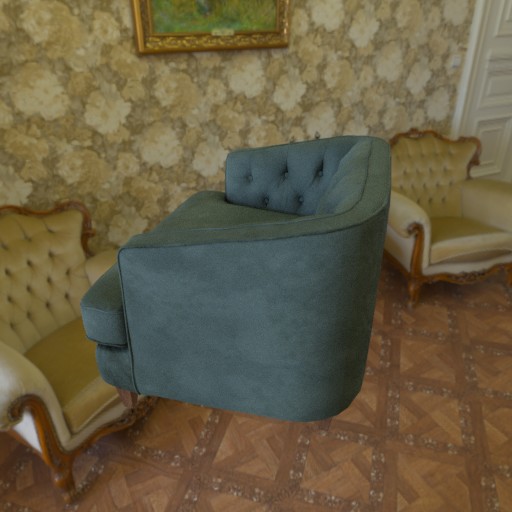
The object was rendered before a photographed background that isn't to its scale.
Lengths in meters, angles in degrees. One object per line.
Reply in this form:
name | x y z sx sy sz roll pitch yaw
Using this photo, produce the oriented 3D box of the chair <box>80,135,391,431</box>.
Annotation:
chair | 0.000 0.000 1.768 0.941 0.852 1.104 7 29 13
